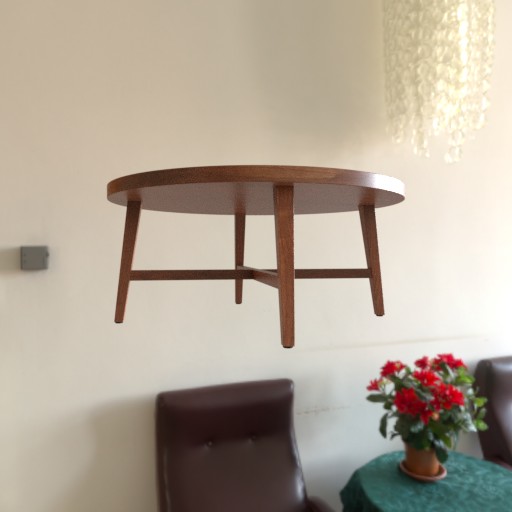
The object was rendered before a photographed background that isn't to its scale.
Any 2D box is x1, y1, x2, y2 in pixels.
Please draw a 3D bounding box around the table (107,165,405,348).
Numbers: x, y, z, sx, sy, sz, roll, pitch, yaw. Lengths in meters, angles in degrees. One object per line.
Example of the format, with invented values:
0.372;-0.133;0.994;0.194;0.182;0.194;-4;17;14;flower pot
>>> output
0.000;0.000;1.256;0.800;0.360;0.800;0;1;0;table
